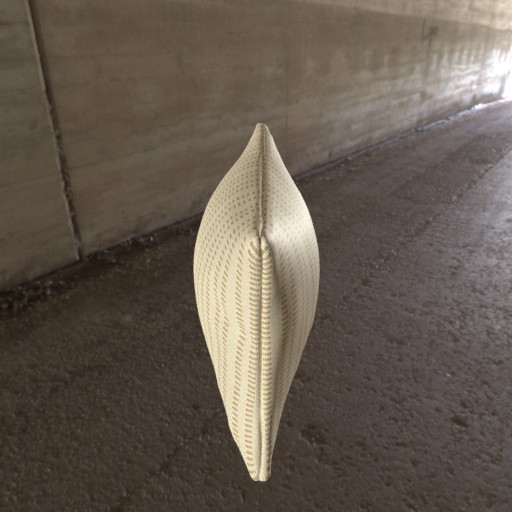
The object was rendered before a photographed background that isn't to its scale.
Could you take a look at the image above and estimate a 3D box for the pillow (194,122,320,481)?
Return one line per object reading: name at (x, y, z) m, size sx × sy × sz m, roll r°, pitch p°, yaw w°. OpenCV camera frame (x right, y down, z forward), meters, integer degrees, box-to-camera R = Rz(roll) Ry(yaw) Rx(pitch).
pillow at (0.000, 0.000, 0.783) m, size 0.210 × 0.353 × 0.640 m, roll 0°, pitch 27°, yaw 1°
